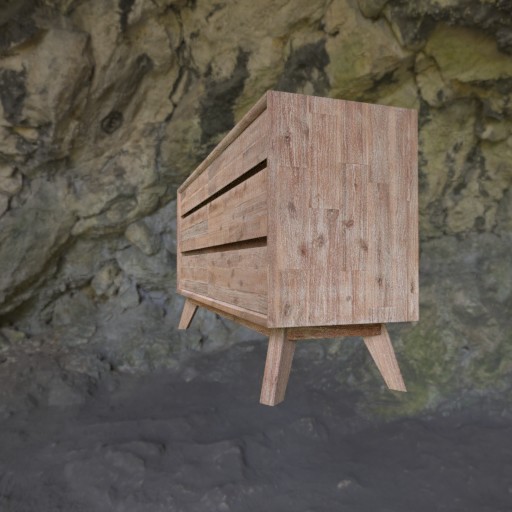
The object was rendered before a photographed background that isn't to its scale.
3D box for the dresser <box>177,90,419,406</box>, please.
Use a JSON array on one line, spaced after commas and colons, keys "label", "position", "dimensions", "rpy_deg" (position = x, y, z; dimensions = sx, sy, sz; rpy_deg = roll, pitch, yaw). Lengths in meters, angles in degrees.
[{"label": "dresser", "position": [0.000, 0.000, 1.921], "dimensions": [0.455, 0.805, 1.554], "rpy_deg": [0, -1, -18]}]
